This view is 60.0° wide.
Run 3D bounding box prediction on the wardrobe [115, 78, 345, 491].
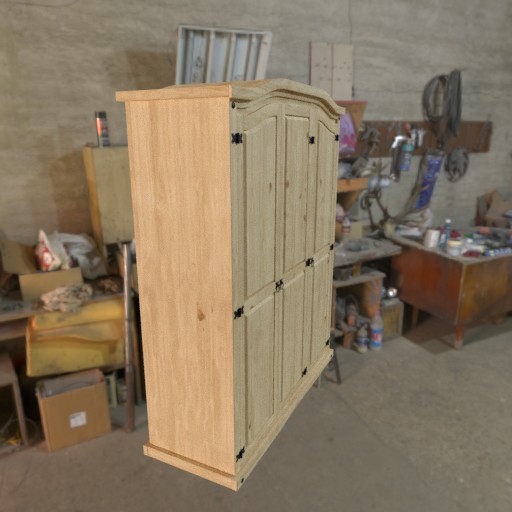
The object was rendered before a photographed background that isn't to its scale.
[{"bbox_3d":[0.000,0.000,2.612,0.570,1.870,1.500,7,17,26],"label":"wardrobe"}]
